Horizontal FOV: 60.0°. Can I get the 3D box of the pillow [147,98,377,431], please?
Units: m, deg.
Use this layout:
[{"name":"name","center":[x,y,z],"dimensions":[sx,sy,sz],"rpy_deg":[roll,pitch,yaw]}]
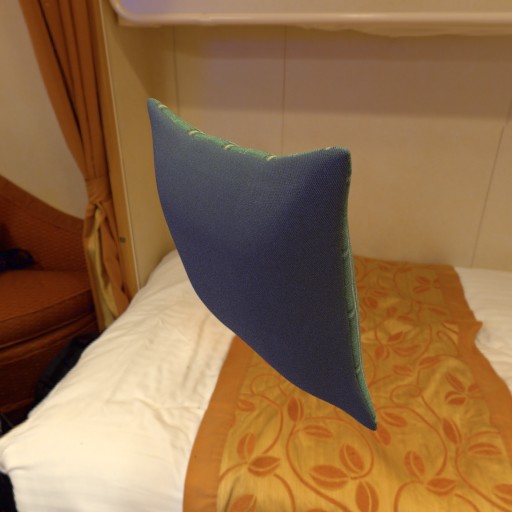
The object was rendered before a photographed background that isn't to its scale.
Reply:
[{"name":"pillow","center":[0.000,0.000,0.686],"dimensions":[0.200,0.430,0.453],"rpy_deg":[-17,31,-31]}]
